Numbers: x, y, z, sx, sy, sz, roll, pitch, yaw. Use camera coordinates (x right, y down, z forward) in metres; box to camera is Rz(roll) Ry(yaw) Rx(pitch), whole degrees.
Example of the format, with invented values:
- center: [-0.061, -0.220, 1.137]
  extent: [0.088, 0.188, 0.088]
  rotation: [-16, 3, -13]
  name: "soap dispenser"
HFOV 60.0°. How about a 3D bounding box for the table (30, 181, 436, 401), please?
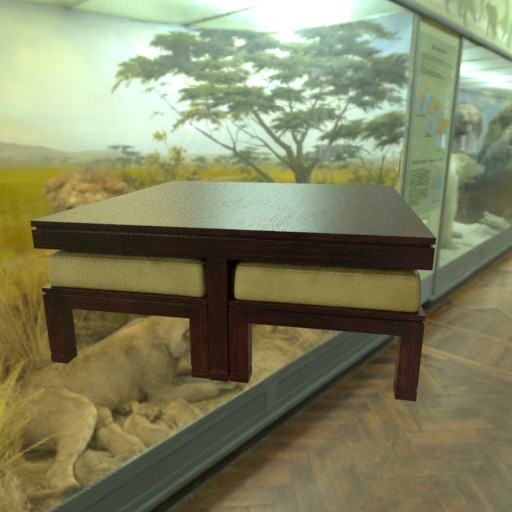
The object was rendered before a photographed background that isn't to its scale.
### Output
- center: [0.000, 0.000, 1.373]
  extent: [0.865, 0.356, 0.865]
  rotation: [3, 16, 11]
  name: "table"
